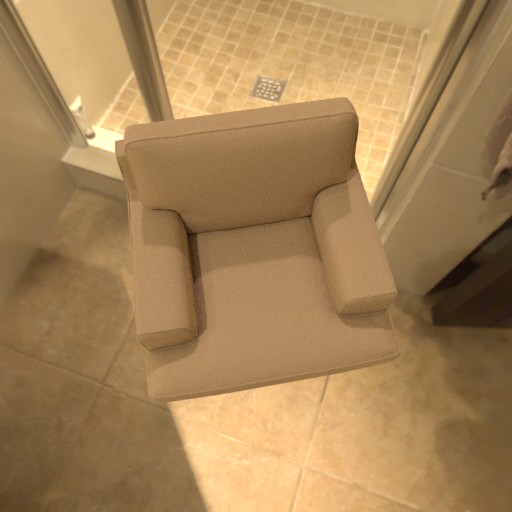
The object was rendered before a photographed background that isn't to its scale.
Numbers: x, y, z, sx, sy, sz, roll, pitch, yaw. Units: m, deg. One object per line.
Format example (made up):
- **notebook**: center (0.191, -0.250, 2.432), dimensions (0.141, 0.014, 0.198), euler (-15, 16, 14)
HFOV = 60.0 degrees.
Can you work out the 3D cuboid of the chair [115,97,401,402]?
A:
- **chair**: center (0.000, 0.000, 2.126), dimensions (1.293, 1.005, 1.274), euler (-16, 66, -7)
